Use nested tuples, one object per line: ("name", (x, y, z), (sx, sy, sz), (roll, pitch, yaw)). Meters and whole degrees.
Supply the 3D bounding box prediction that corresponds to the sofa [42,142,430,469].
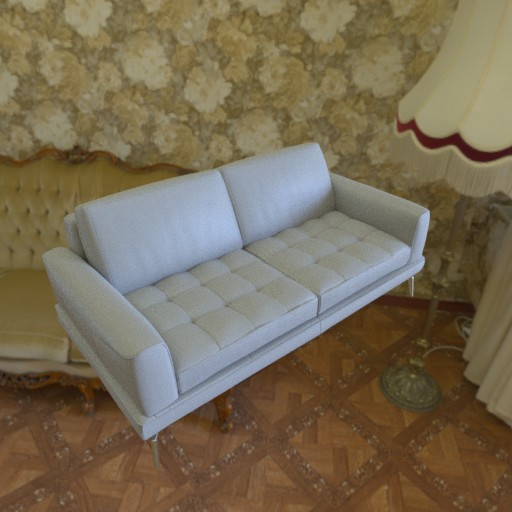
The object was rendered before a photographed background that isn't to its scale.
("sofa", (0.000, 0.000, 2.699), (2.177, 0.930, 1.121), (-23, 38, -33))
